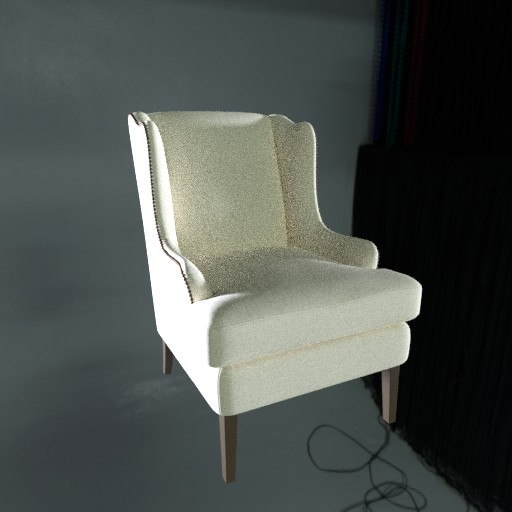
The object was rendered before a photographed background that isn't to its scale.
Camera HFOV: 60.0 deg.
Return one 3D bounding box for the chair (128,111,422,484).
[{"bbox_3d":[0.000,0.000,1.615,0.737,1.029,0.940,-8,18,-25],"label":"chair"}]
